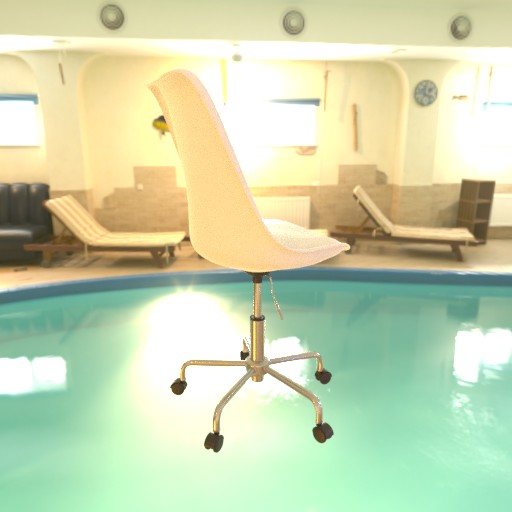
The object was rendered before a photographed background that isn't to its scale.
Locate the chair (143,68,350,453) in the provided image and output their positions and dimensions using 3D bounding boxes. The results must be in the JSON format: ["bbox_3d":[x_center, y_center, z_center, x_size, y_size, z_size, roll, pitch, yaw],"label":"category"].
[{"bbox_3d":[0.000,0.000,1.264,0.550,0.930,0.550,-7,16,-25],"label":"chair"}]
